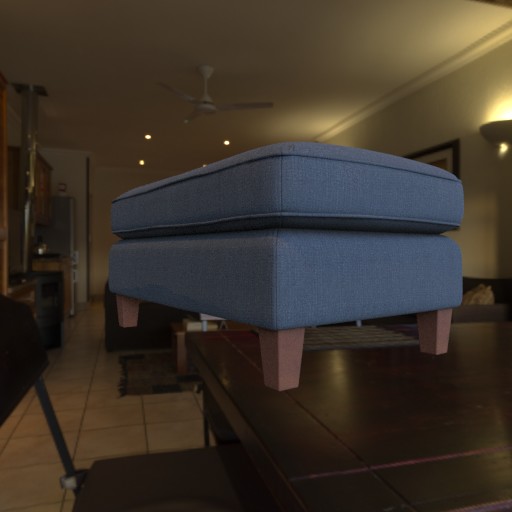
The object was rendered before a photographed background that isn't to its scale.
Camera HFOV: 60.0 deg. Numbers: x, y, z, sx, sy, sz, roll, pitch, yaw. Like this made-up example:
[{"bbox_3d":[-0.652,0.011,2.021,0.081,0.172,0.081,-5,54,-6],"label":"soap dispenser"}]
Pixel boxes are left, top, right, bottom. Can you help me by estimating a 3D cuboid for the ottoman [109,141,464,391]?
[{"bbox_3d":[0.000,0.000,1.189,0.570,0.438,0.885,0,1,-35],"label":"ottoman"}]
